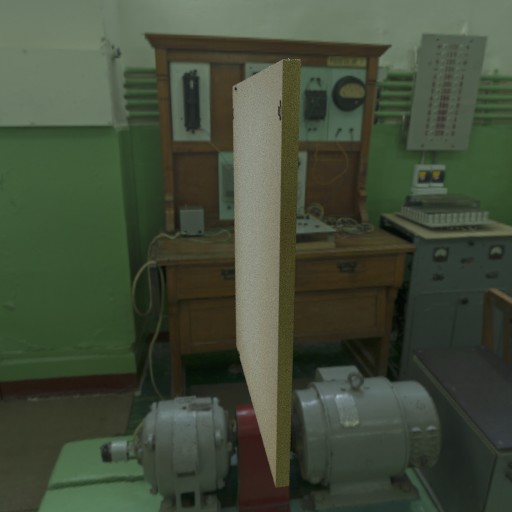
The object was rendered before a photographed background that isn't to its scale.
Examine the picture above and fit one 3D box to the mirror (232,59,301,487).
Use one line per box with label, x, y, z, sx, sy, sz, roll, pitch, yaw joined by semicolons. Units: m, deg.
mirror;0.000;0.000;1.352;0.040;1.016;0.762;-3;18;-10
